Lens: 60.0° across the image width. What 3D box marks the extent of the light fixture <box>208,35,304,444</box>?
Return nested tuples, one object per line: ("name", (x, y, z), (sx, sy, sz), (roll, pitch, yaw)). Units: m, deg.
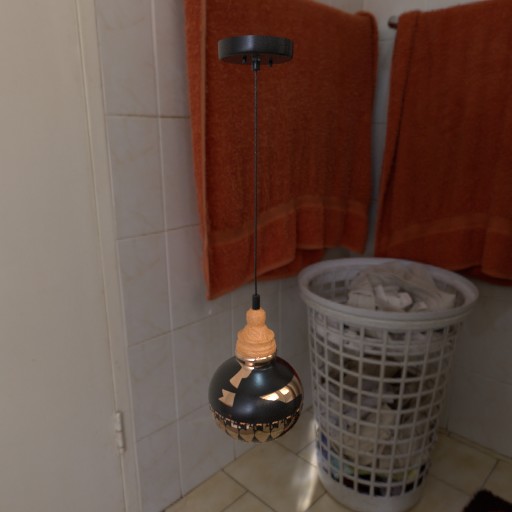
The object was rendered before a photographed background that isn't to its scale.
("light fixture", (0.000, 0.000, 1.827), (0.430, 1.606, 0.430), (-14, 21, -42))
